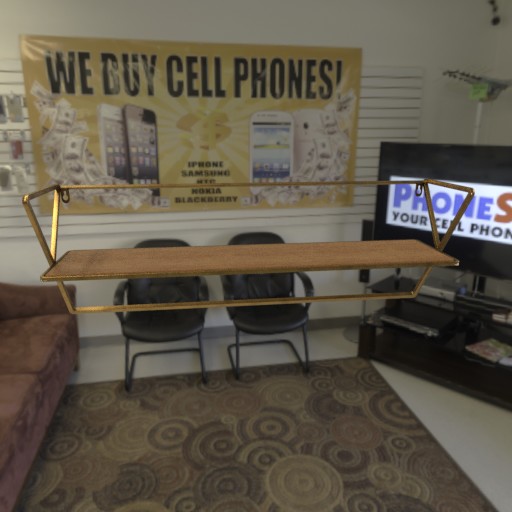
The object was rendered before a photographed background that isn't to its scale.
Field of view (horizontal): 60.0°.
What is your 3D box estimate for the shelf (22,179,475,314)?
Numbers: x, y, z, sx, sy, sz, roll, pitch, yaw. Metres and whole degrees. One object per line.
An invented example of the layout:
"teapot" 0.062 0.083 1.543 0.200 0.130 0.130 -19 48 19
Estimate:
"shelf" 0.000 0.000 0.728 0.645 0.229 0.150 -2 16 -7
